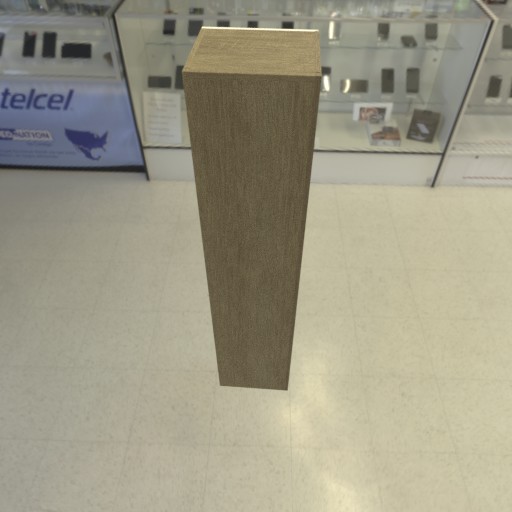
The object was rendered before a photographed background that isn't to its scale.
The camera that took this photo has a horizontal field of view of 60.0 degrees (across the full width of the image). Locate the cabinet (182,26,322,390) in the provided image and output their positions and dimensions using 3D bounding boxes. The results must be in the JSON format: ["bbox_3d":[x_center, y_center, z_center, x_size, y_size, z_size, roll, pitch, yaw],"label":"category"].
[{"bbox_3d":[0.000,0.000,1.544,0.300,1.400,0.270,3,46,3],"label":"cabinet"}]
